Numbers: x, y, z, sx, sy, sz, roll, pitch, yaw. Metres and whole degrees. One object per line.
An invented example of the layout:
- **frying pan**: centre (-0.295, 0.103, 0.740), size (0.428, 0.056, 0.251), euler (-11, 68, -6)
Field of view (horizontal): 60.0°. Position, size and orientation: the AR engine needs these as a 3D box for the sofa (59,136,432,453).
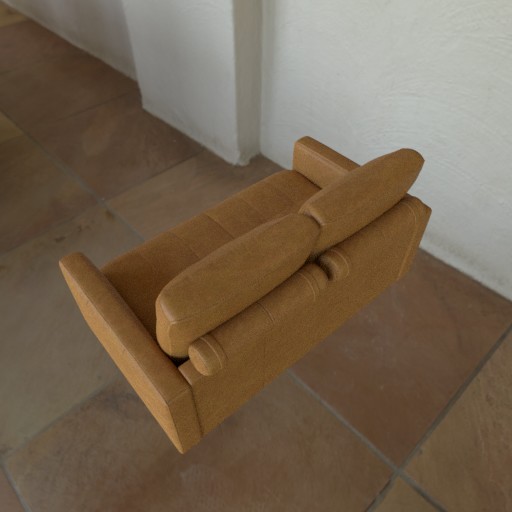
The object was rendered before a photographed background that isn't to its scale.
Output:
- **sofa**: centre (0.000, 0.000, 1.961), size (1.430, 0.898, 0.868), euler (-32, 55, -26)
